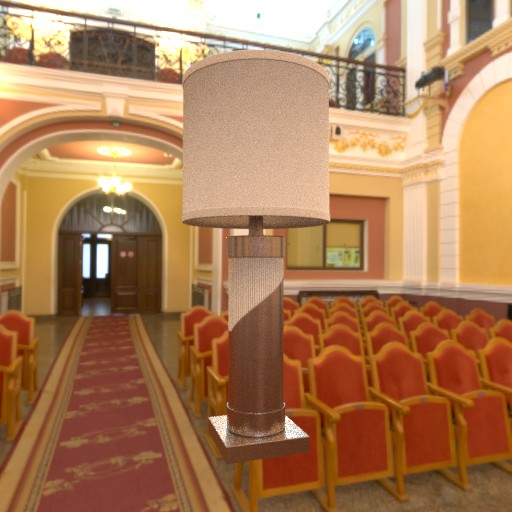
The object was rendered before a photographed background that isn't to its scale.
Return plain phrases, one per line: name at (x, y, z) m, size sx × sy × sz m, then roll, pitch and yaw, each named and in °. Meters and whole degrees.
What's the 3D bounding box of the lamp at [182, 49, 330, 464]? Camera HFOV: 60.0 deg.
lamp at (0.000, 0.000, 0.613) m, size 0.202 × 0.509 × 0.202 m, roll 0°, pitch -1°, yaw -18°
